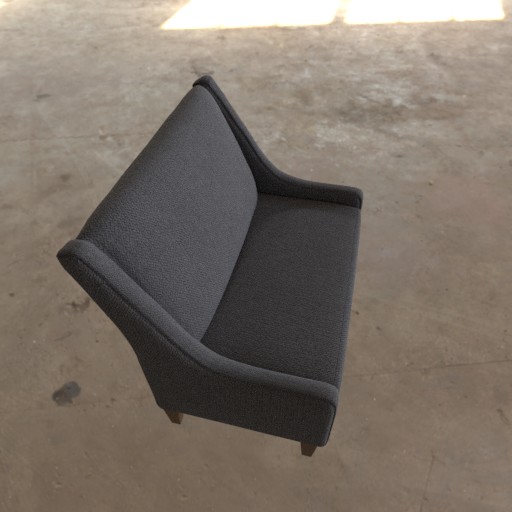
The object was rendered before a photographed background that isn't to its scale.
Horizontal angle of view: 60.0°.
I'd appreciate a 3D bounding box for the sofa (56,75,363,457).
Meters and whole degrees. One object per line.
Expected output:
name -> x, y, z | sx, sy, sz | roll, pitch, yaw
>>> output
sofa -> 0.000, 0.000, 1.921 | 0.873, 1.022, 1.242 | 10, 46, 10
